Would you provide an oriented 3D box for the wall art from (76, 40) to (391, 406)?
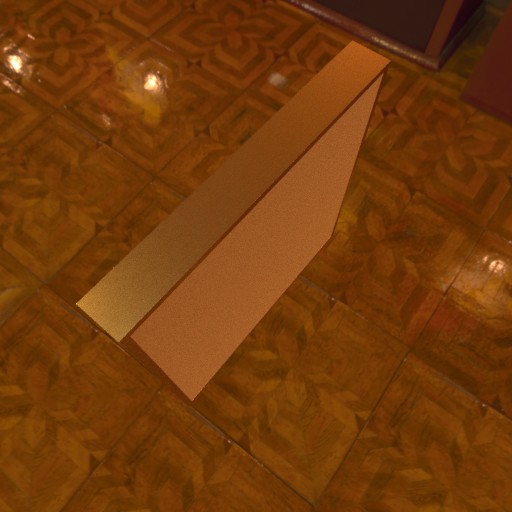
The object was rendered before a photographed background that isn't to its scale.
[{"bbox_3d":[0.000,0.000,0.457,0.038,0.304,0.304,36,70,16],"label":"wall art"}]
